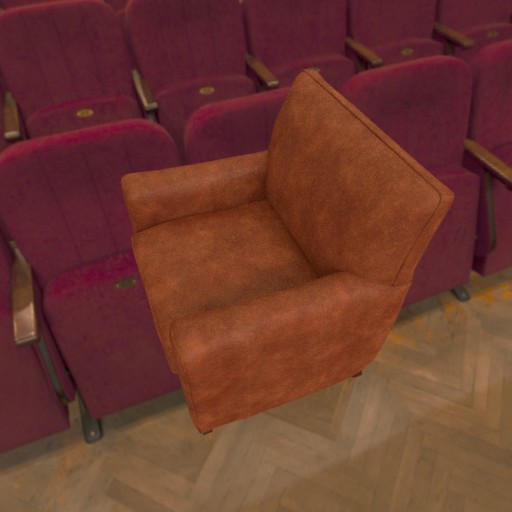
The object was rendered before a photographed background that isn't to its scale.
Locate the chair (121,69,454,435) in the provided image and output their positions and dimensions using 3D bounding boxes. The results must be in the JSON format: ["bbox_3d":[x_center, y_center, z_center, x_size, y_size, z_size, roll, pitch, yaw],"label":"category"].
[{"bbox_3d":[0.000,0.000,1.618,0.823,0.943,0.870,-16,48,-15],"label":"chair"}]
